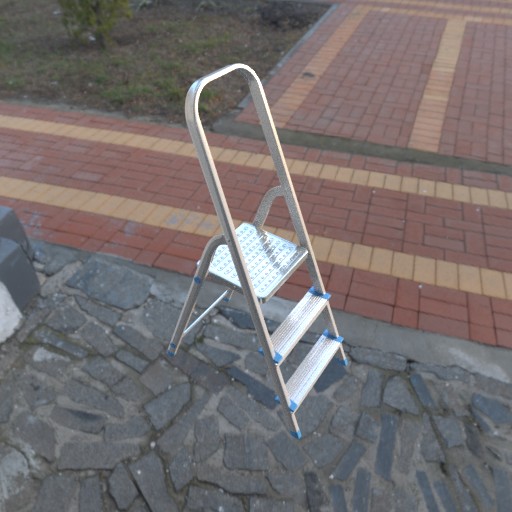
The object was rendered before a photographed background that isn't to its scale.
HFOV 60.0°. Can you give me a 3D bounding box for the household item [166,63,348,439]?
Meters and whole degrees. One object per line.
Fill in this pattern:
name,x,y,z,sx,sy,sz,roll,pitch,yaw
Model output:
household item,0.000,0.000,1.542,0.687,1.215,0.420,25,48,25
